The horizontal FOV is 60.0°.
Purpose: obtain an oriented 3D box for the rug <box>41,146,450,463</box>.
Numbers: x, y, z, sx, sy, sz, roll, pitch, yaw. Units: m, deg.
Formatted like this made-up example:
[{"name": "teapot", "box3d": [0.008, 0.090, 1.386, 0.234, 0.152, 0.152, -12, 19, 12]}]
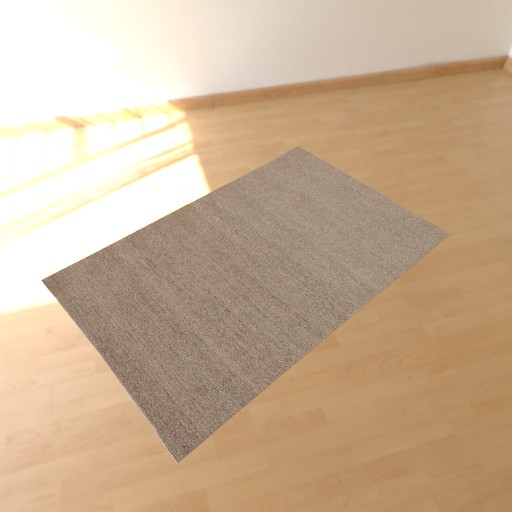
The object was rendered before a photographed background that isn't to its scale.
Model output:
[{"name": "rug", "box3d": [0.000, 0.000, 2.278, 1.792, 0.021, 1.154, -33, 54, -27]}]
